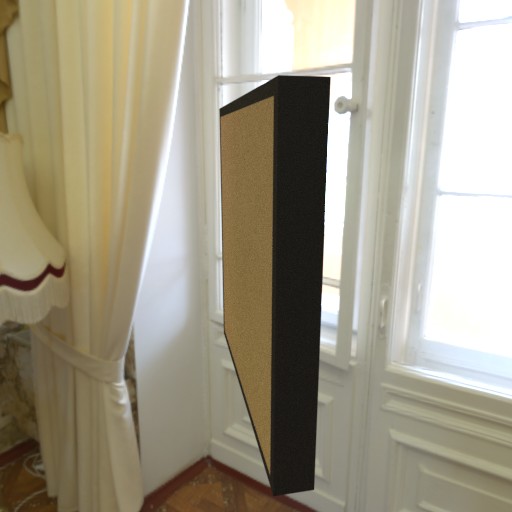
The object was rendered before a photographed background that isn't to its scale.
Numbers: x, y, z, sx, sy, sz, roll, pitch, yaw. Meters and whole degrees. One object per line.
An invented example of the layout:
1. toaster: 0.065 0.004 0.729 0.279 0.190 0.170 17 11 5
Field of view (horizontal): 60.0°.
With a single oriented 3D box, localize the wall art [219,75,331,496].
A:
1. wall art: 0.000 0.000 0.452 0.033 0.304 0.305 -3 15 -11
